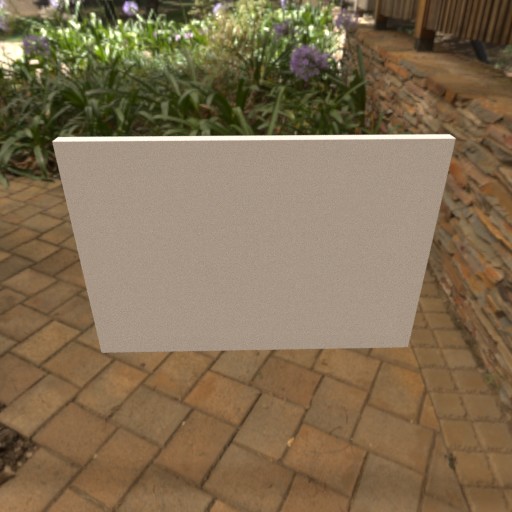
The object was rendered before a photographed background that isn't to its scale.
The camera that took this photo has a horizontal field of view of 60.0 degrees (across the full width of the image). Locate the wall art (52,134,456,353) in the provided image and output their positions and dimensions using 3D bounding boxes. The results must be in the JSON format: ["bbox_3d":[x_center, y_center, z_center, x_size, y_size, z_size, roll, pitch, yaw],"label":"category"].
[{"bbox_3d":[0.000,0.000,1.686,1.308,0.902,0.051,-1,30,-1],"label":"wall art"}]
